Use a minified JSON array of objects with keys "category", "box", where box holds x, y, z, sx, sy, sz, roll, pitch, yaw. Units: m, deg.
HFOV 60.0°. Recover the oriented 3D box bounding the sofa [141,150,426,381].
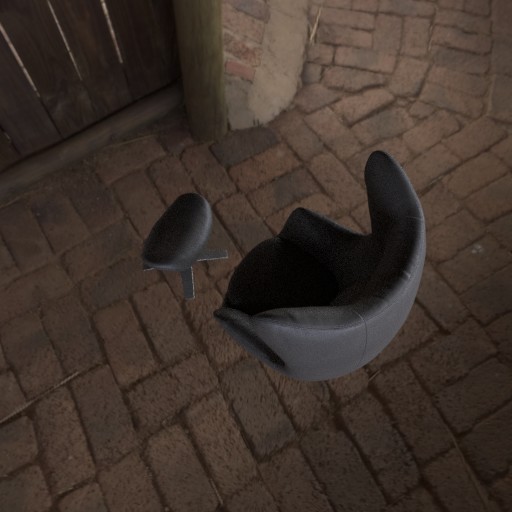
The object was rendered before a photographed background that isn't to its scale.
[{"category":"sofa","box":[0.000,0.000,2.143,1.444,1.135,0.894,31,66,16]}]
